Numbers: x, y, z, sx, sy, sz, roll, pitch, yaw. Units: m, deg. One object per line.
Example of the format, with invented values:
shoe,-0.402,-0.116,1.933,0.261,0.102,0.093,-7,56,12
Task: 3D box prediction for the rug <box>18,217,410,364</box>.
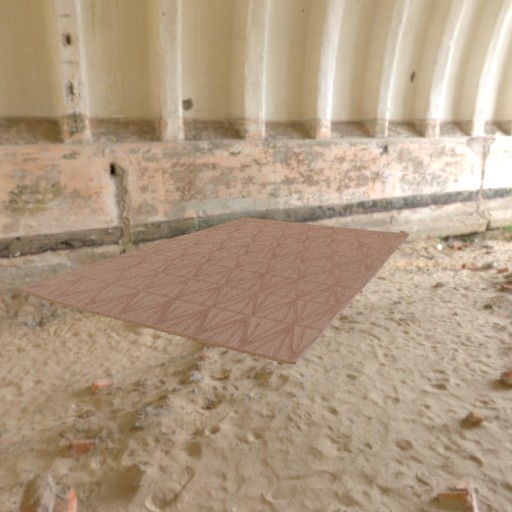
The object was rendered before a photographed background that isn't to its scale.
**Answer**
rug,0.000,0.000,2.290,1.230,0.025,1.837,8,18,27
